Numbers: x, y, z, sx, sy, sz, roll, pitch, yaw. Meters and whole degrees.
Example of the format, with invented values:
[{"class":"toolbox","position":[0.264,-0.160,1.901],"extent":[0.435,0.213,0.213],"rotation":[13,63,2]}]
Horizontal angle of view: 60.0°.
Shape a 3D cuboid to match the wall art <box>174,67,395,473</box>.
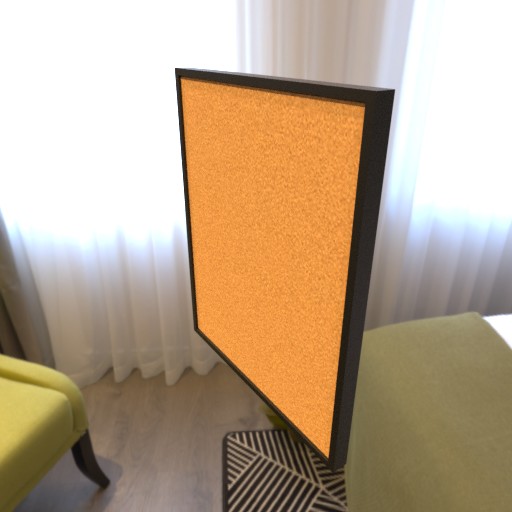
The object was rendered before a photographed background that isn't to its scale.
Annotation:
[{"class":"wall art","position":[0.000,0.000,0.739],"extent":[0.029,0.559,0.457],"rotation":[-17,31,-31]}]
